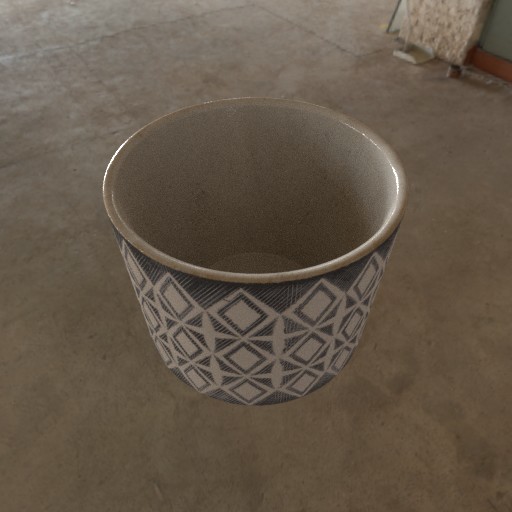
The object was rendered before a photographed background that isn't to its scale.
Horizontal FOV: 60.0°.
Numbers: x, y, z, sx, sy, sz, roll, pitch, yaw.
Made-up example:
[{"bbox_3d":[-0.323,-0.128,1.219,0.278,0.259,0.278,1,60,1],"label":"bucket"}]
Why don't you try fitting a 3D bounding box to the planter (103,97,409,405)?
[{"bbox_3d":[0.000,0.000,0.344,0.192,0.165,0.192,0,46,0],"label":"planter"}]
